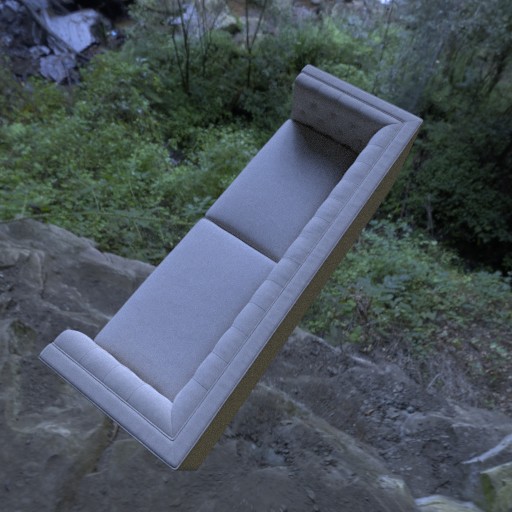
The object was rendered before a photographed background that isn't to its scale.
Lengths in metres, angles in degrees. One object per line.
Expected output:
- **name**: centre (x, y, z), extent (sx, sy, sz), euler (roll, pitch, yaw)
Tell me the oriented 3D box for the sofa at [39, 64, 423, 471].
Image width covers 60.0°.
- **sofa**: centre (0.000, 0.000, 2.511), extent (0.775, 0.762, 2.159), euler (32, 68, 15)
